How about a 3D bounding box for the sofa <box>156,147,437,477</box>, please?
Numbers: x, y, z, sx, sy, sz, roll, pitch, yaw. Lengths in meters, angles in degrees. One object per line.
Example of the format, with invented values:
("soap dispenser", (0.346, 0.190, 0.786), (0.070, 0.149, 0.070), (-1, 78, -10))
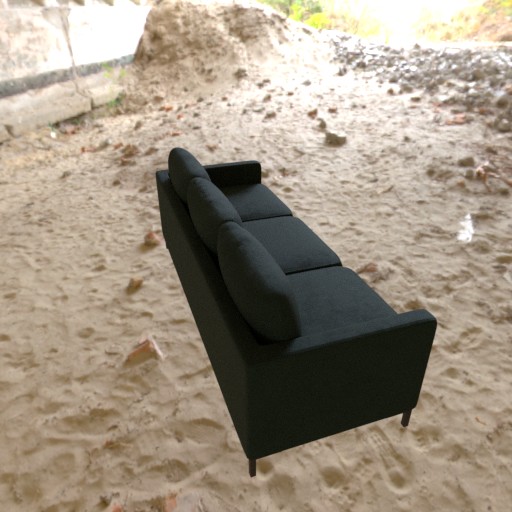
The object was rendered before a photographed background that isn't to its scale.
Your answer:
("sofa", (0.000, 0.000, 2.701), (0.859, 0.870, 2.218), (-10, 31, -17))
